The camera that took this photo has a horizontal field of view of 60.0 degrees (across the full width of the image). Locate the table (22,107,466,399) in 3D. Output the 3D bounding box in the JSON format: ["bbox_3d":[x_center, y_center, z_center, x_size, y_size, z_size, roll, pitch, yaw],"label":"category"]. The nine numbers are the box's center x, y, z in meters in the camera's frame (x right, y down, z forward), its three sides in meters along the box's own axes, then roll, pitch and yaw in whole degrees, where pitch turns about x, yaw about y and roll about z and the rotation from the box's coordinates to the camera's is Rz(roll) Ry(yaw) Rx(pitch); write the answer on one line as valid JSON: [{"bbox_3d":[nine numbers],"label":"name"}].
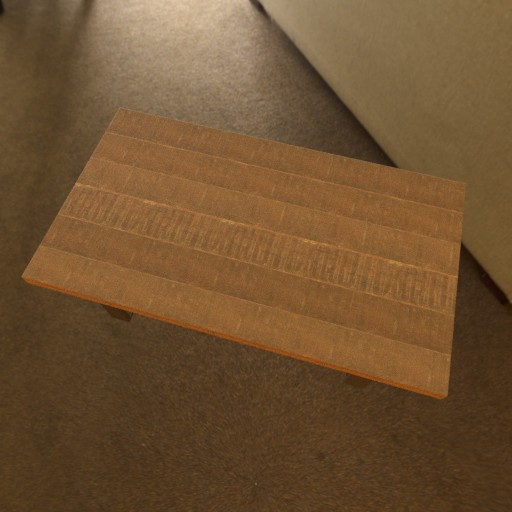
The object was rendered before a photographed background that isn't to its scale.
[{"bbox_3d":[0.000,0.000,1.761,1.400,0.440,0.800,14,64,7],"label":"table"}]
